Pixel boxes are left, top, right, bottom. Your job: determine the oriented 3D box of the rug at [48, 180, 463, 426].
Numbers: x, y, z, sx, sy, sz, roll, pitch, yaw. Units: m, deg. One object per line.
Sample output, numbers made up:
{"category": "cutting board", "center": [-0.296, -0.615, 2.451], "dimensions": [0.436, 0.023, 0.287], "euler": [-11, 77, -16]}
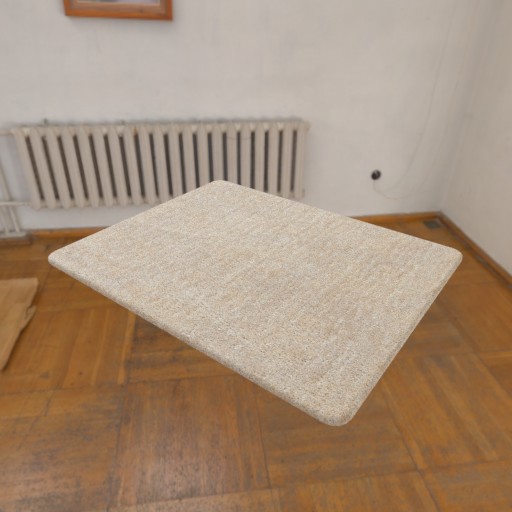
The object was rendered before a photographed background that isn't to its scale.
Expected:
{"category": "rug", "center": [0.000, 0.000, 3.381], "dimensions": [2.528, 0.048, 2.009], "euler": [21, 37, 31]}
